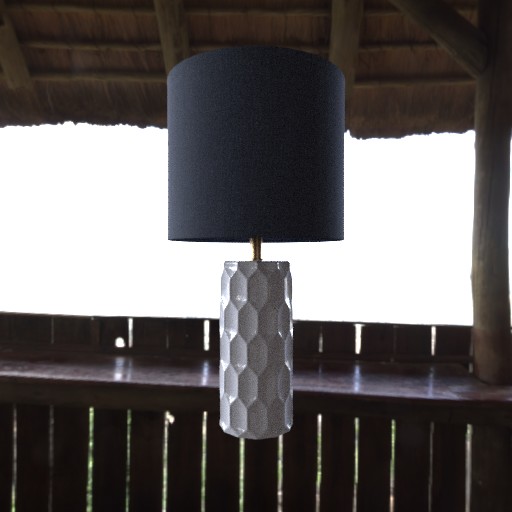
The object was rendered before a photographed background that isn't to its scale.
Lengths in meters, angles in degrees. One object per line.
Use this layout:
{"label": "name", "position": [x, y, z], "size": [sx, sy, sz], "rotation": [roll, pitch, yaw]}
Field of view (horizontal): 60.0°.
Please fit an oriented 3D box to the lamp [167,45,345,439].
{"label": "lamp", "position": [0.000, 0.000, 0.703], "size": [0.277, 0.537, 0.277], "rotation": [0, 0, -18]}
